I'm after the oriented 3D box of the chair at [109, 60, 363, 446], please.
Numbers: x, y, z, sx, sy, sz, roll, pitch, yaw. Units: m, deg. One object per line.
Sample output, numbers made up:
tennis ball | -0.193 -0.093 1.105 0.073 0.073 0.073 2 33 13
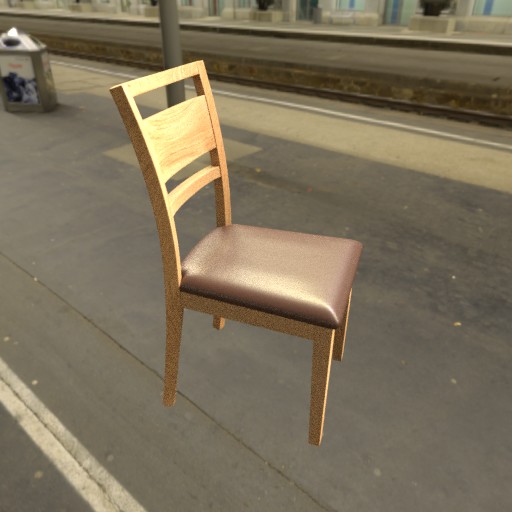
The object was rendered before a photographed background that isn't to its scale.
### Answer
chair | 0.000 0.000 1.235 0.545 0.940 0.420 10 32 16
